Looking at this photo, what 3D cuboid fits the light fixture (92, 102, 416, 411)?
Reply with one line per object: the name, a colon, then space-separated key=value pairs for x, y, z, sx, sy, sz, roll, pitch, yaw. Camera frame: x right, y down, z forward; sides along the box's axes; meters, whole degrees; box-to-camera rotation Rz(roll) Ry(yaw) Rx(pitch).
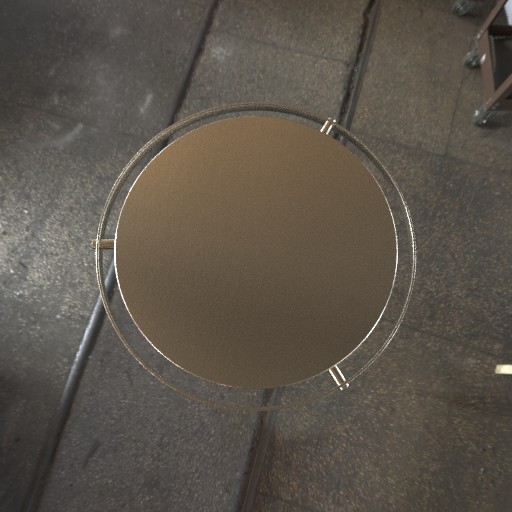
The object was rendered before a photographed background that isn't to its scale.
light fixture: x=0.000 y=0.000 z=0.559 sx=0.361 sy=0.130 sz=0.361 roll=0 pitch=76 yaw=0
